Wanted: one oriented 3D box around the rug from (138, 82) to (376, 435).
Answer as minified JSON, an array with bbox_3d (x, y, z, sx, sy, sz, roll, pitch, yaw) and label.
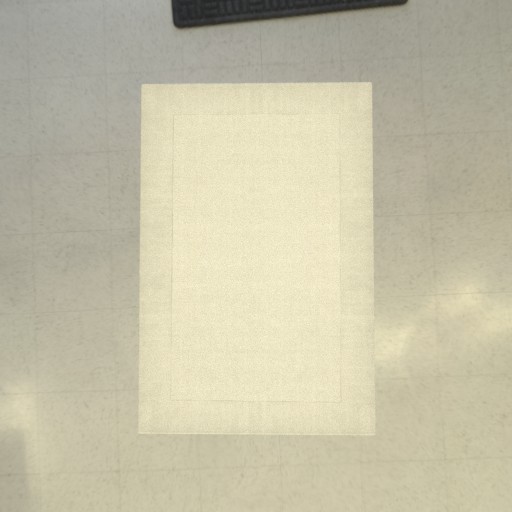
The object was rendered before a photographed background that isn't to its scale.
[{"bbox_3d":[0.000,0.000,2.306,1.219,0.013,1.829,0,88,1],"label":"rug"}]
